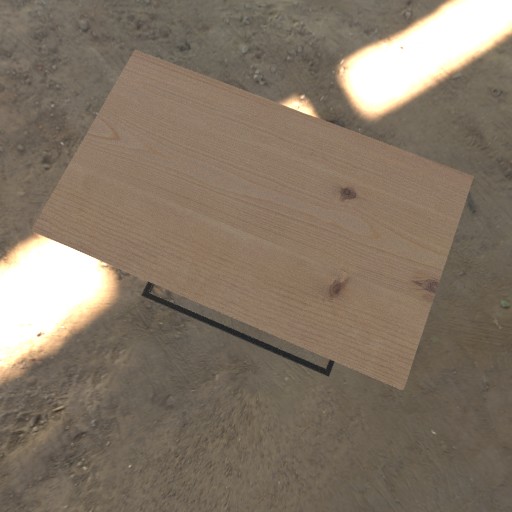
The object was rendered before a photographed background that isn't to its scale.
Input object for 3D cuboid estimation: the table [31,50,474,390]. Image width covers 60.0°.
[{"bbox_3d":[0.000,0.000,1.013,0.597,0.673,0.351,22,77,5],"label":"table"}]
